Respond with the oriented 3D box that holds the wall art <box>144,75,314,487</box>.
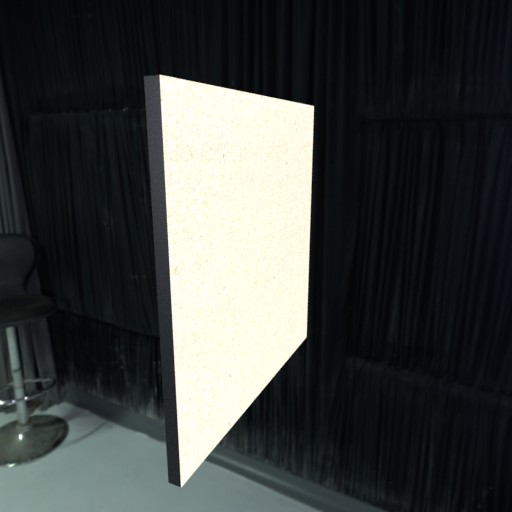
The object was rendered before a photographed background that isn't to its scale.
[{"bbox_3d":[0.000,0.000,1.136,0.031,0.775,0.773,7,16,24],"label":"wall art"}]
